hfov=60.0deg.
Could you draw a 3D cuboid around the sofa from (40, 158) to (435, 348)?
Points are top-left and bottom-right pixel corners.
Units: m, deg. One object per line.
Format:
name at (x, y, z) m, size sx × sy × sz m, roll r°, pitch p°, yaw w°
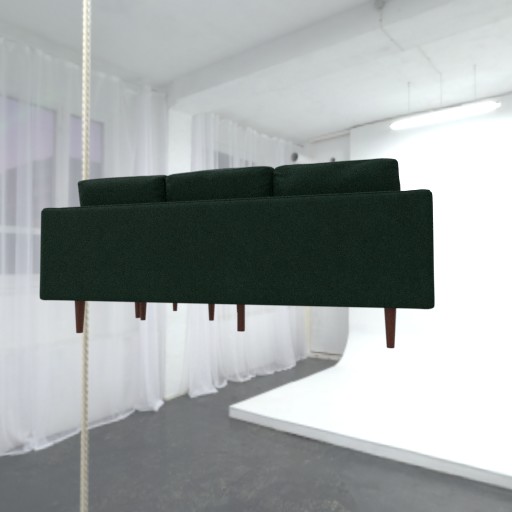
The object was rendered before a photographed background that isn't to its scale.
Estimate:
sofa at (0.000, 0.000, 2.892) m, size 2.030 × 0.899 × 1.580 m, roll -1°, pitch -2°, yaw 17°
